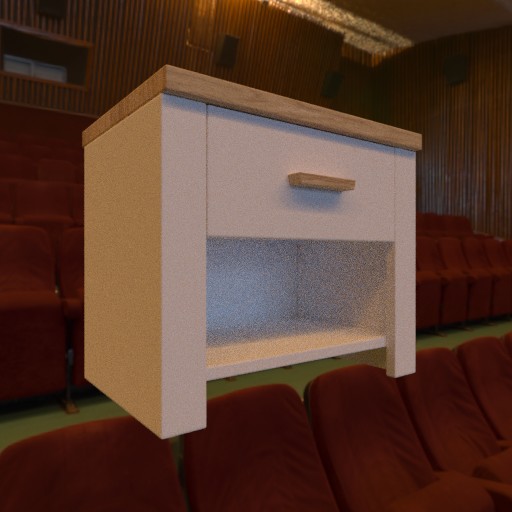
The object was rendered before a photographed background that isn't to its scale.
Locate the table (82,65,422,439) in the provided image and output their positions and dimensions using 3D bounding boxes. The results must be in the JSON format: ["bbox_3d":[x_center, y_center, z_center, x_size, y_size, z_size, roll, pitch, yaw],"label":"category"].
[{"bbox_3d":[0.000,0.000,0.788,0.500,0.440,0.360,0,0,-36],"label":"table"}]
